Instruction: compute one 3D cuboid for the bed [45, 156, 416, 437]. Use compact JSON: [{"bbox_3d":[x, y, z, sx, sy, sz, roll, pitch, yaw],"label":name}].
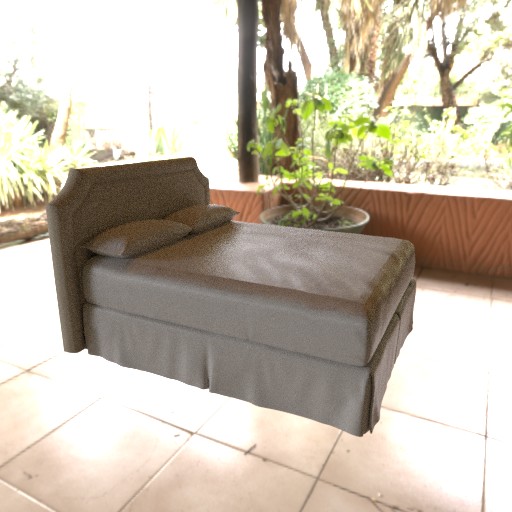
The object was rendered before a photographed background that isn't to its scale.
[{"bbox_3d":[0.000,0.000,3.280,2.164,1.297,1.828,8,18,26],"label":"bed"}]
